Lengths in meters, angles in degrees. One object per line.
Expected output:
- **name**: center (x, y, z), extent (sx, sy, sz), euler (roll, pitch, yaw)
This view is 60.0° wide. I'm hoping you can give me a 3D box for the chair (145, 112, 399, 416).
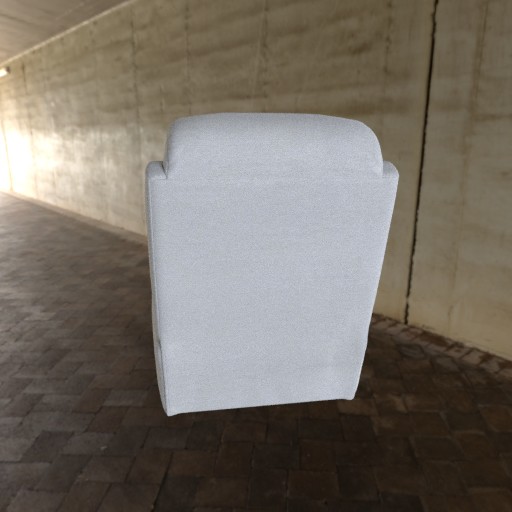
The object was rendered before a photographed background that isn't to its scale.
- **chair**: center (0.000, 0.000, 1.715), extent (0.798, 1.013, 1.043), euler (-2, 15, -8)
